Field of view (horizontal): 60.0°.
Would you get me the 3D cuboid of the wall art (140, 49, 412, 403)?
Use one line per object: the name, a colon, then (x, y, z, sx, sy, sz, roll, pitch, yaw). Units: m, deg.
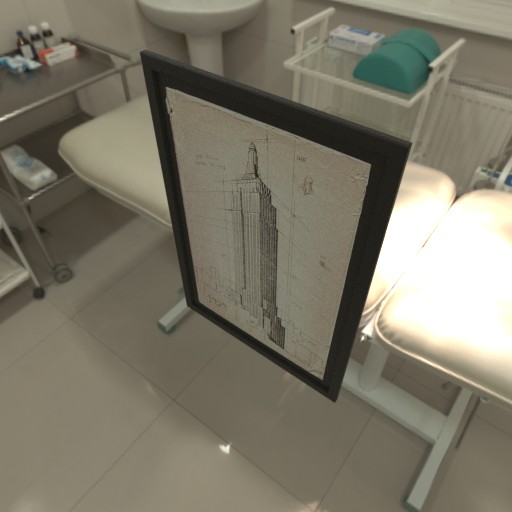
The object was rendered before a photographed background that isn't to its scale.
wall art: (0.000, 0.000, 0.850, 0.451, 0.661, 0.012, 29, 53, 24)
